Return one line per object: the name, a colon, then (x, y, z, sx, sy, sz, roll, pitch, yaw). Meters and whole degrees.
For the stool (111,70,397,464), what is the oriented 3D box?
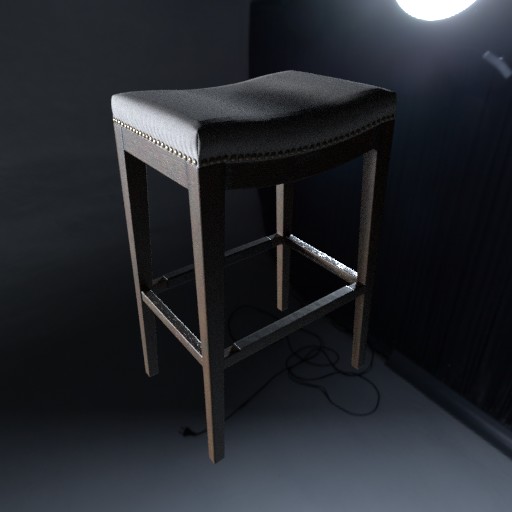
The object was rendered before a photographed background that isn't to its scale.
stool: (0.000, 0.000, 1.062, 0.508, 0.762, 0.356, -22, 38, -31)
